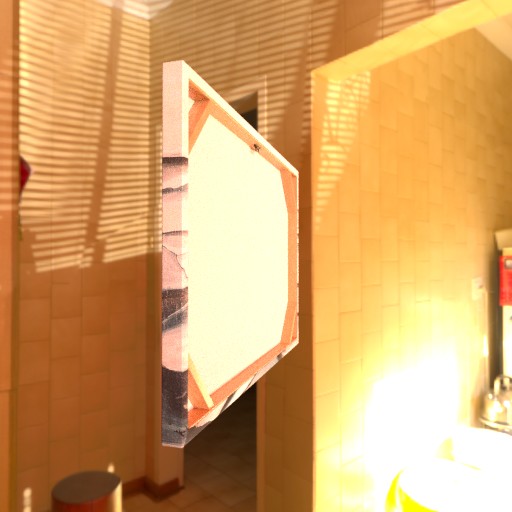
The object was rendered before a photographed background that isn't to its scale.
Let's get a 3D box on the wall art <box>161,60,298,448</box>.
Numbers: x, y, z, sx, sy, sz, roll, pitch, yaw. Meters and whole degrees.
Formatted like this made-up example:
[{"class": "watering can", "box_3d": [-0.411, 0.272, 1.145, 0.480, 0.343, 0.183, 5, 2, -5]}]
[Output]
[{"class": "wall art", "box_3d": [0.000, 0.000, 1.136, 0.039, 0.609, 0.914, 0, -1, 17]}]
